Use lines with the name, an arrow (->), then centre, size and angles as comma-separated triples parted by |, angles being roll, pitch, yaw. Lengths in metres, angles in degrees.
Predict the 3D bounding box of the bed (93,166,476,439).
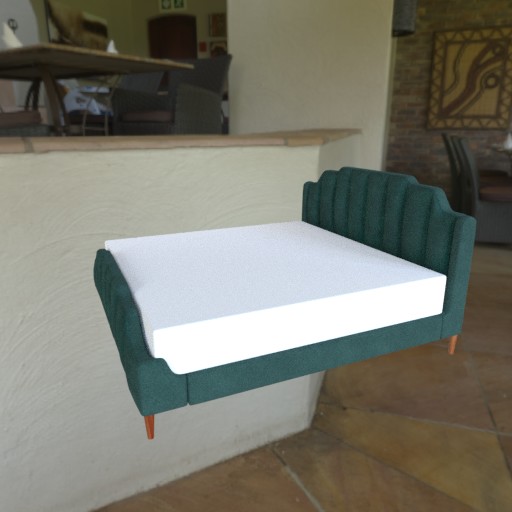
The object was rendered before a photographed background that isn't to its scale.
bed -> 0.000, 0.000, 3.522 | 2.340, 1.245, 2.074 | -8, 18, -24
